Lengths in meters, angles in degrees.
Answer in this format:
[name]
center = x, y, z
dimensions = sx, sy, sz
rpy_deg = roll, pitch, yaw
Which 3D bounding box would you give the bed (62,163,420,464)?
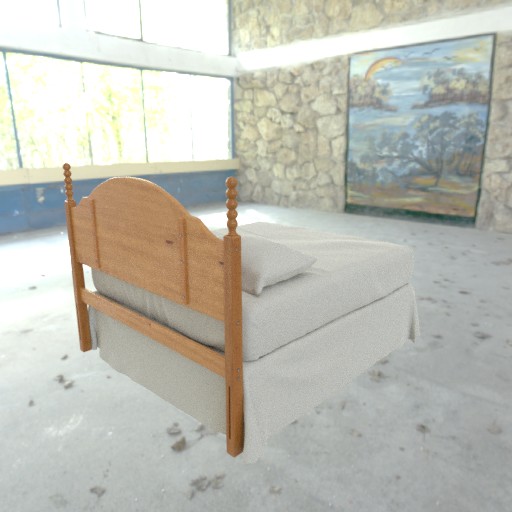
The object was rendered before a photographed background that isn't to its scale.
[bed]
center = 0.000, 0.000, 3.253
dimensions = 1.873, 1.356, 2.040
rpy_deg = 14, 20, 42
